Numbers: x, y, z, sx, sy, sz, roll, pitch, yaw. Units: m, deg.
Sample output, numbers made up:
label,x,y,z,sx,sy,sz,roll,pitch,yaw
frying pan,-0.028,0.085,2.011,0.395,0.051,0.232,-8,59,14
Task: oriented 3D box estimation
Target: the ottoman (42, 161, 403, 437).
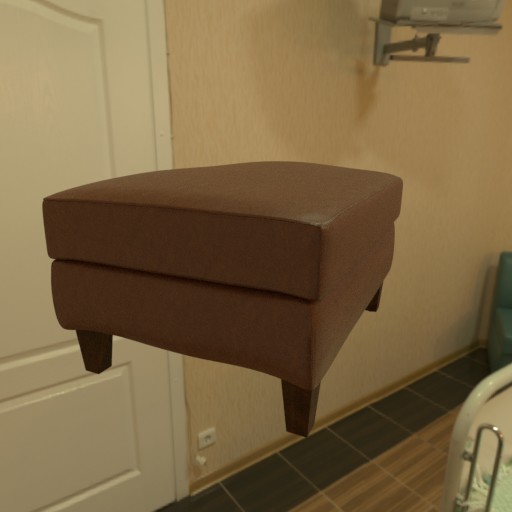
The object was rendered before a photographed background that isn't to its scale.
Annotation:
label,x,y,z,sx,sy,sz,roll,pitch,yaw
ottoman,0.000,0.000,1.210,0.650,0.485,0.851,7,17,24
